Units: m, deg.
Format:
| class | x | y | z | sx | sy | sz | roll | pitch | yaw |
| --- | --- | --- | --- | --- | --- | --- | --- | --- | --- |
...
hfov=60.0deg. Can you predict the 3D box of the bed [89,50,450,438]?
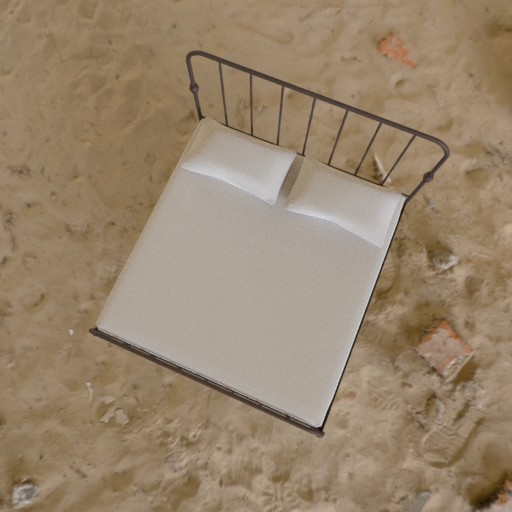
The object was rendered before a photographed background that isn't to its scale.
| class | x | y | z | sx | sy | sz | roll | pitch | yaw |
| --- | --- | --- | --- | --- | --- | --- | --- | --- | --- |
| bed | 0.000 | 0.000 | 3.464 | 2.044 | 1.446 | 2.134 | 23 | 77 | 6 |
